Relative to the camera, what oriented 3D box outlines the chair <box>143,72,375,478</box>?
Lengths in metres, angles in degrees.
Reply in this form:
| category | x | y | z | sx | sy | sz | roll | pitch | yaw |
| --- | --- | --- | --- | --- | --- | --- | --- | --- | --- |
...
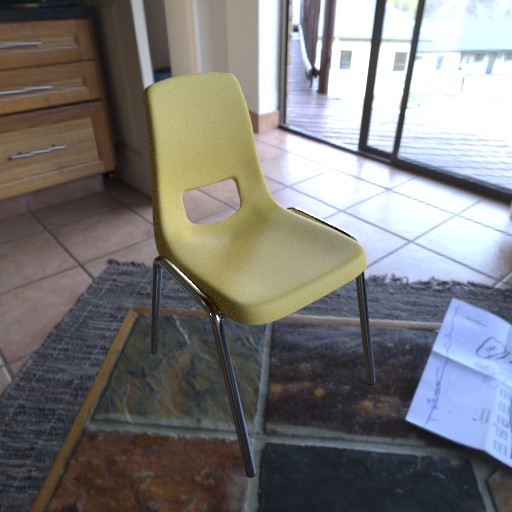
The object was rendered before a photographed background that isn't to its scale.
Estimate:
| category | x | y | z | sx | sy | sz | roll | pitch | yaw |
| --- | --- | --- | --- | --- | --- | --- | --- | --- | --- |
| chair | 0.000 | 0.000 | 0.917 | 0.381 | 0.653 | 0.436 | -23 | 39 | -32 |
